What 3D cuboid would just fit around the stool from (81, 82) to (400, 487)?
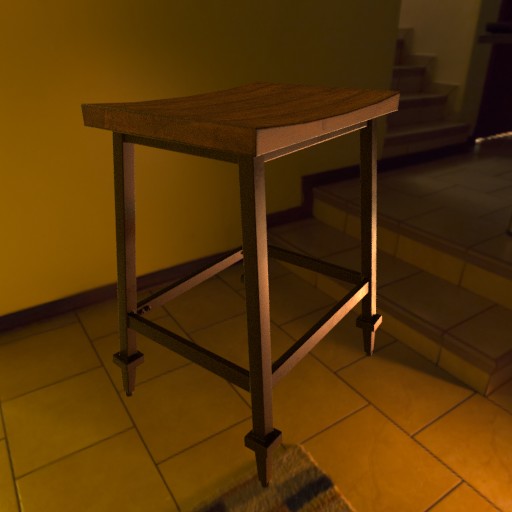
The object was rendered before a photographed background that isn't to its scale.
[{"bbox_3d":[0.000,0.000,0.919,0.405,0.625,0.486,18,32,32],"label":"stool"}]
